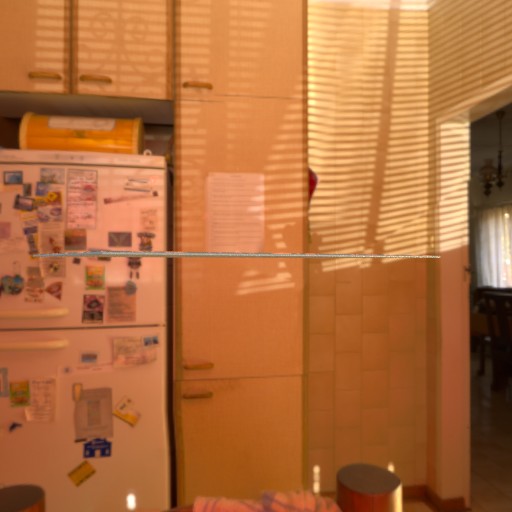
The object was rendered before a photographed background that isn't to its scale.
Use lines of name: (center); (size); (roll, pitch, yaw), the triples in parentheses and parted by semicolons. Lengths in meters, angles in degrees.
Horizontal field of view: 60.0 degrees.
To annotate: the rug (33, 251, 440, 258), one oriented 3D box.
rug: (0.000, 0.000, 1.455); (1.219, 0.007, 0.604); (0, -1, -38)
